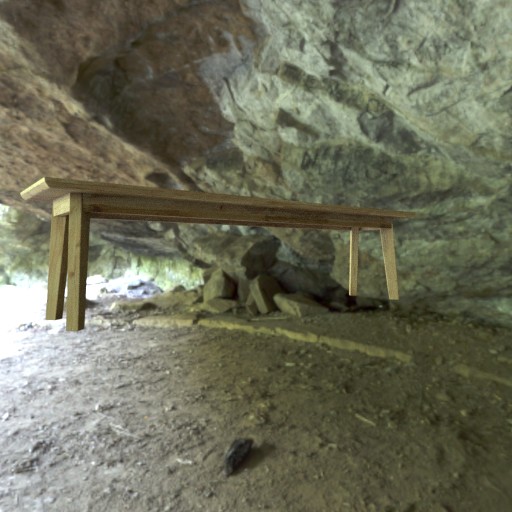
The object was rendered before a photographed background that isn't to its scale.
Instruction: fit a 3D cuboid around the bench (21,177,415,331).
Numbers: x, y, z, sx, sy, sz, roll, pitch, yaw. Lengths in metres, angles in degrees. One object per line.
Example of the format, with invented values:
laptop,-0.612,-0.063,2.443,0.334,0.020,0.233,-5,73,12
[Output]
bench,0.000,0.000,1.849,1.698,0.431,0.378,0,0,-37
